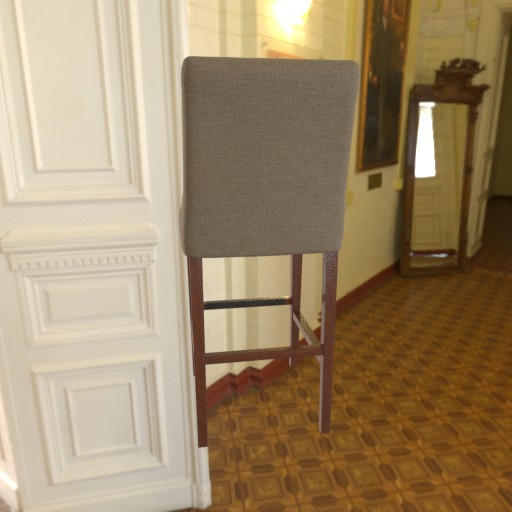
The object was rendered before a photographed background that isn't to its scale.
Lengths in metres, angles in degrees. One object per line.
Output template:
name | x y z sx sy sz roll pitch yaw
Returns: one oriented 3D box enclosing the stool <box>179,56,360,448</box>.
stool | 0.000 0.000 1.394 0.470 1.078 0.577 -3 16 -9
